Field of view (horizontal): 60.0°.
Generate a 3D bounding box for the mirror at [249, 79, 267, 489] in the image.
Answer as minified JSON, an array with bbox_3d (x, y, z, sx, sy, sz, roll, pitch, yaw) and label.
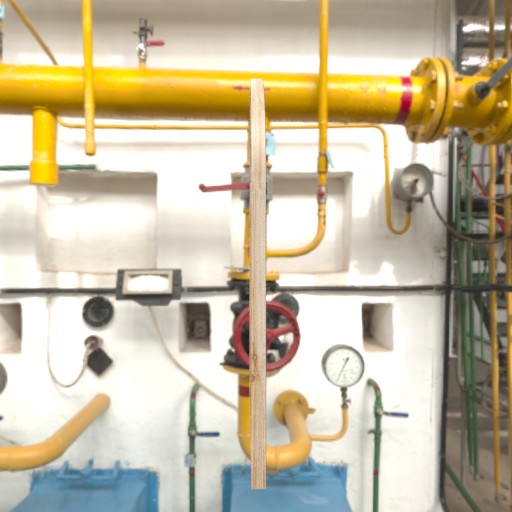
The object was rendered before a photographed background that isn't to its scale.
[{"bbox_3d":[0.000,0.000,1.206,0.032,0.920,0.660,0,0,-1],"label":"mirror"}]
